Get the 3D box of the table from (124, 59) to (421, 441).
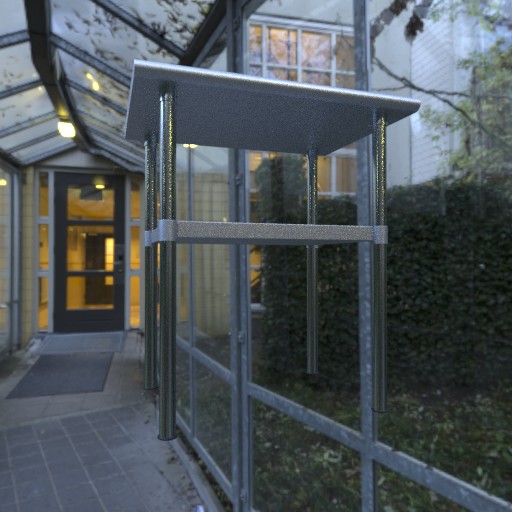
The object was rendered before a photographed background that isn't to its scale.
[{"bbox_3d":[0.000,0.000,1.372,0.762,0.876,0.584,0,-1,-19],"label":"table"}]
